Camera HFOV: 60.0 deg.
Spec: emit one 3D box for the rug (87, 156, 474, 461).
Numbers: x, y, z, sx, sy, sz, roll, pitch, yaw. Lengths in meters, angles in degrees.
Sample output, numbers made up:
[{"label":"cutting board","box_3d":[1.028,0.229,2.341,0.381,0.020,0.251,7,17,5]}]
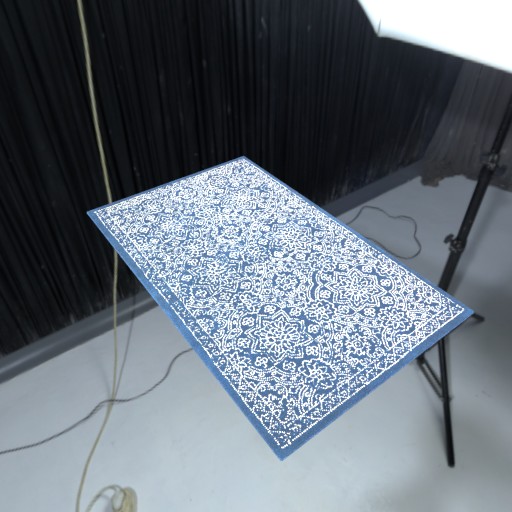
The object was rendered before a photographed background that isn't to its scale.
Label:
[{"label":"rug","box_3d":[0.000,0.000,3.111,1.526,0.015,2.441,-26,47,-27]}]
